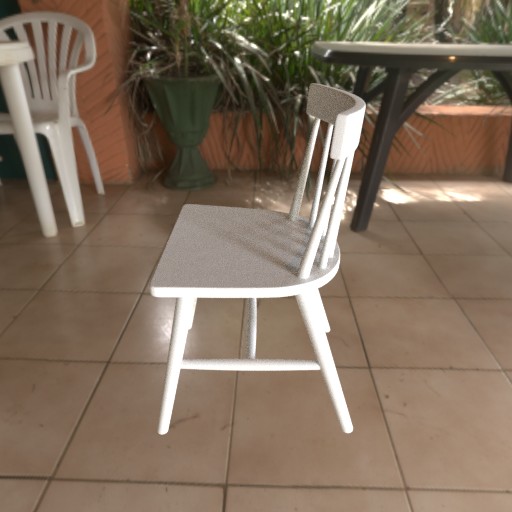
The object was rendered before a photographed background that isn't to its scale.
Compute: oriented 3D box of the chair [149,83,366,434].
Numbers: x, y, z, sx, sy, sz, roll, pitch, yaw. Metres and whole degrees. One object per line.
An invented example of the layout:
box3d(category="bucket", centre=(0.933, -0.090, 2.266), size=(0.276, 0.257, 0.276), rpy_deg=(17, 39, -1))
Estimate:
box3d(category="chair", centre=(0.000, 0.000, 1.145), size=(0.500, 0.787, 0.483), rpy_deg=(0, 27, 0))
